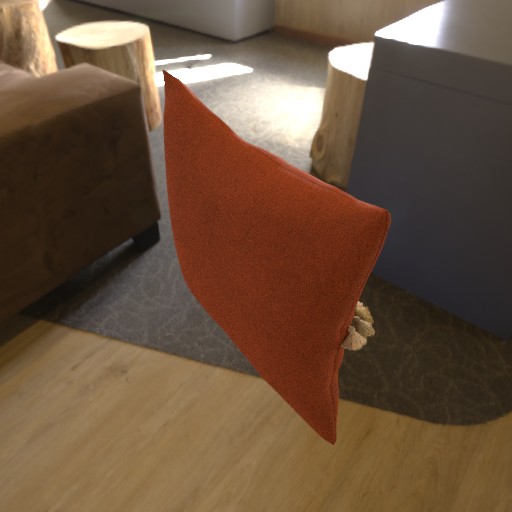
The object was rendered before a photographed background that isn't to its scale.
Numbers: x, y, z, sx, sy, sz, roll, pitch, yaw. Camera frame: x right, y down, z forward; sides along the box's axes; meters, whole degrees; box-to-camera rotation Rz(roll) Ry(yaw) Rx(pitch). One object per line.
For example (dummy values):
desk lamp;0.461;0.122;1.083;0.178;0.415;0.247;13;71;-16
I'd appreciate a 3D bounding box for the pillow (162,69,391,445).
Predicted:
pillow;0.000;0.000;0.733;0.165;0.482;0.490;-26;49;-26
